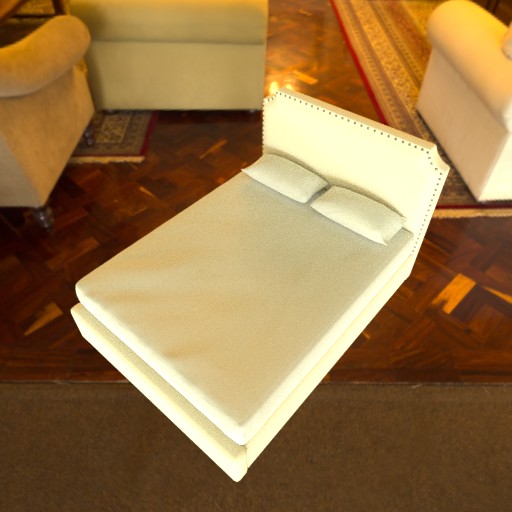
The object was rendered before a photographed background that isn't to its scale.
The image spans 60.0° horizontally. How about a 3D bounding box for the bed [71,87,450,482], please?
[{"bbox_3d":[0.000,0.000,3.374,1.703,1.415,2.329,32,54,27],"label":"bed"}]
